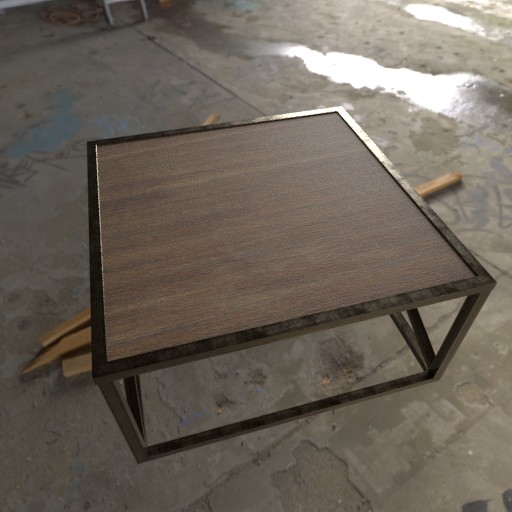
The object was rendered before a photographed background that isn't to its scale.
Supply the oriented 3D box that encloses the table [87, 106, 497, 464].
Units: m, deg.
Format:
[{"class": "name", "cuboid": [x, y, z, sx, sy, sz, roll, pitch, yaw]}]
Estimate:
[{"class": "table", "cuboid": [0.000, 0.000, 1.404, 0.909, 0.451, 0.899, -11, 46, -11]}]
